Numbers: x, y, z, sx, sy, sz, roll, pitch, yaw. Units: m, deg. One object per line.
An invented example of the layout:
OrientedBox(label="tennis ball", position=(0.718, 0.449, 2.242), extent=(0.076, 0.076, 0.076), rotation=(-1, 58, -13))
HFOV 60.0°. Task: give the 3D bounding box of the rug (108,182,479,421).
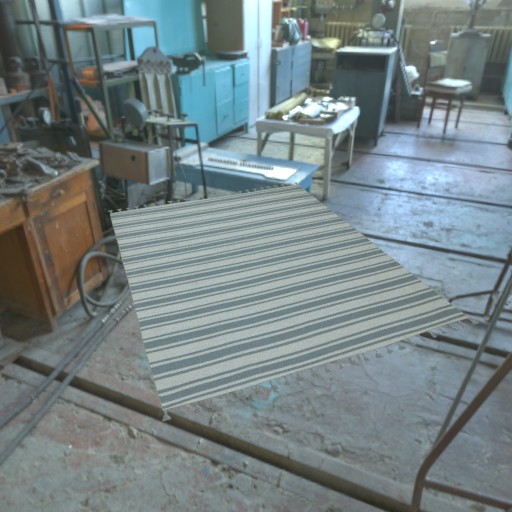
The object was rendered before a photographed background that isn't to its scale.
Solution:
OrientedBox(label="rug", position=(0.000, 0.000, 4.260), extent=(2.439, 0.005, 3.201), rotation=(-11, 33, -18))
